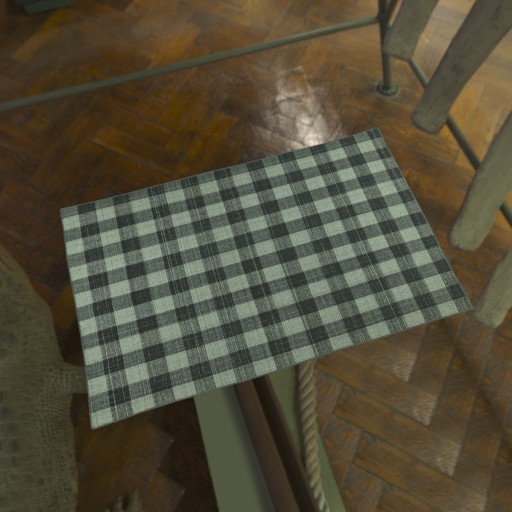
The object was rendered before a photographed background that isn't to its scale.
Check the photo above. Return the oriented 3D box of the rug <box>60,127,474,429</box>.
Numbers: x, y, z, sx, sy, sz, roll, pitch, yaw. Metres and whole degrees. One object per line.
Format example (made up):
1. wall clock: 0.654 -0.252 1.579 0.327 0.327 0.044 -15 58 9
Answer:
1. rug: 0.000 0.000 3.019 2.476 0.011 1.554 -16 67 -7
